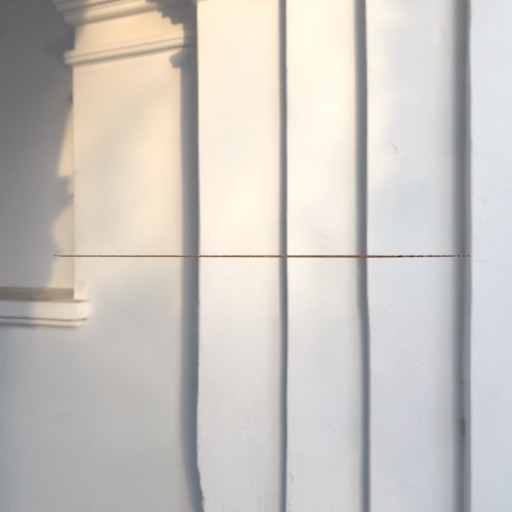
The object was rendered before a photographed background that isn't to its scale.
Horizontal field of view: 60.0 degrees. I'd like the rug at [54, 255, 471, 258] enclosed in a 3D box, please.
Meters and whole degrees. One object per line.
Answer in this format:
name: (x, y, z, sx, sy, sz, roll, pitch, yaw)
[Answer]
rug: (0.000, 0.000, 3.034, 2.434, 0.010, 1.516, 0, 0, 35)
